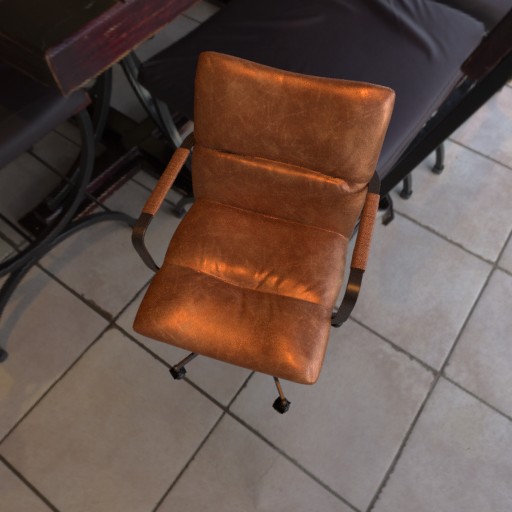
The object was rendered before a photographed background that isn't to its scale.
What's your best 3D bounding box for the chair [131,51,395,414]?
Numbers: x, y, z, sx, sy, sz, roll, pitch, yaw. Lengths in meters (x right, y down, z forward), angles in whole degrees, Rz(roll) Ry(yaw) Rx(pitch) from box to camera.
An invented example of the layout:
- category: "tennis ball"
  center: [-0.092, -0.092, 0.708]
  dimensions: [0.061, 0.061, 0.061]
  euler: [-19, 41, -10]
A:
- category: "chair"
  center: [0.000, 0.000, 1.459]
  dimensions: [0.727, 0.922, 0.754]
  euler: [15, 61, 8]
